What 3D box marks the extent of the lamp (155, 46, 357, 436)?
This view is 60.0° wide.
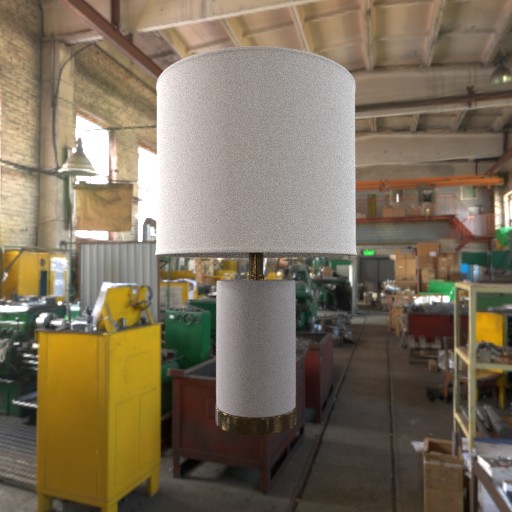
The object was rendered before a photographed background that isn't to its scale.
[{"bbox_3d":[0.000,0.000,0.516,0.229,0.380,0.229,0,-2,0],"label":"lamp"}]
